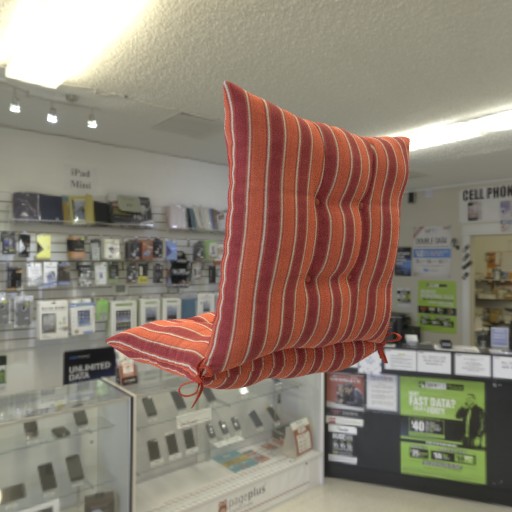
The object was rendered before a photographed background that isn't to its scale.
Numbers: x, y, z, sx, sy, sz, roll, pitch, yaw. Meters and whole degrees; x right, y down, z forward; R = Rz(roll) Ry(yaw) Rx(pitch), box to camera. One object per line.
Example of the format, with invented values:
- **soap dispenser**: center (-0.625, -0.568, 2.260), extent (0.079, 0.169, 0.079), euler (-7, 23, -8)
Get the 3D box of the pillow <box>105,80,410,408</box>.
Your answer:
- **pillow**: center (0.000, 0.000, 1.032), extent (0.541, 0.536, 0.585), euler (1, -1, -38)
